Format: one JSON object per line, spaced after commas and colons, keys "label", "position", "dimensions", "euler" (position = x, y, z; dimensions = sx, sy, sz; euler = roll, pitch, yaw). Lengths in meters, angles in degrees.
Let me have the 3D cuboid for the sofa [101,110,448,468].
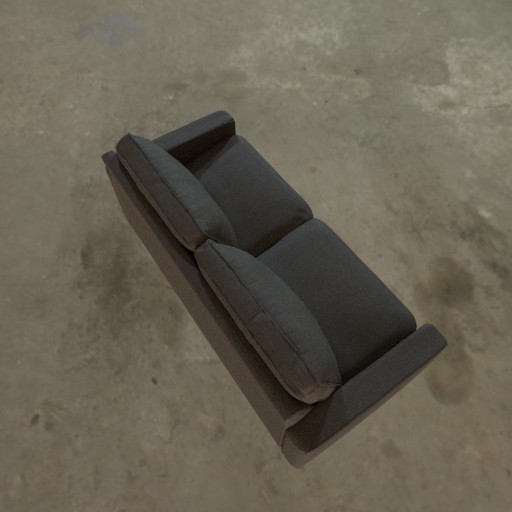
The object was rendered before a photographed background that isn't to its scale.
{"label": "sofa", "position": [0.000, 0.000, 2.590], "dimensions": [0.940, 0.919, 2.080], "euler": [-31, 63, -17]}
